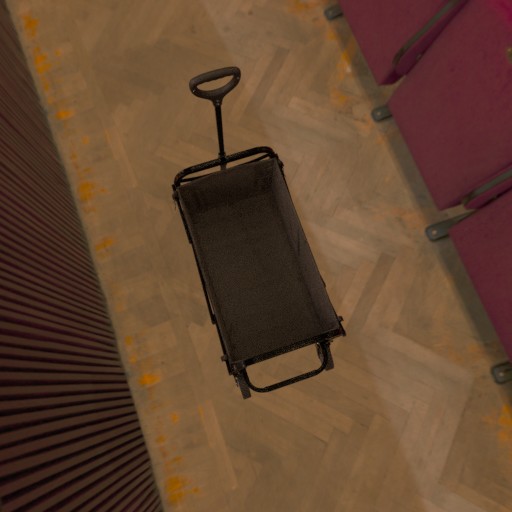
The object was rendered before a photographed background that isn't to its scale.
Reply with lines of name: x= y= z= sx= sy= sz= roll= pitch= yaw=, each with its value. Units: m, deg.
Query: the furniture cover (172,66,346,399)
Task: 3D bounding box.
furniture cover: x=0.000 y=0.000 z=1.767 sx=0.532 sy=1.295 sz=1.038 roll=-18 pitch=75 yaw=-5
